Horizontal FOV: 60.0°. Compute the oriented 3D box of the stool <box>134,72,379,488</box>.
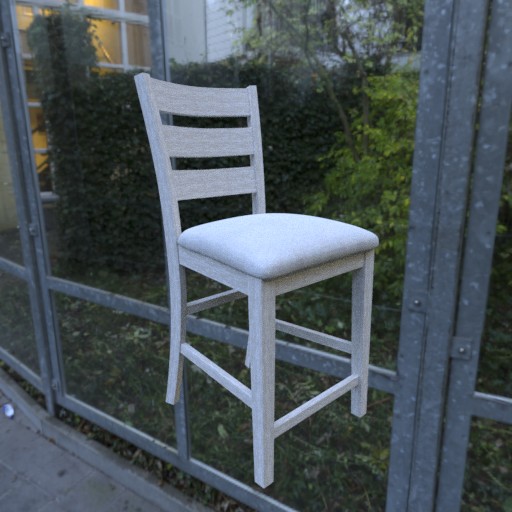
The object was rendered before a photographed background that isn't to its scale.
[{"bbox_3d":[0.000,0.000,1.334,0.484,1.032,0.569,-13,20,-42],"label":"stool"}]
